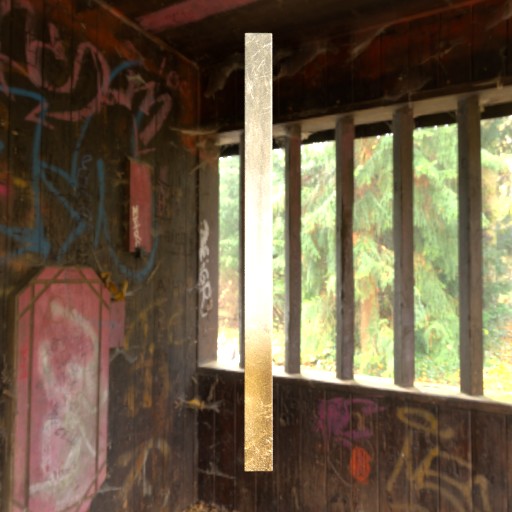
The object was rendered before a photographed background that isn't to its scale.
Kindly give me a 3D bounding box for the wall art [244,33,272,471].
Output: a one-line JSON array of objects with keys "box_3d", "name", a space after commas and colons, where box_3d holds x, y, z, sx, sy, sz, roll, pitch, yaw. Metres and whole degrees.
[{"box_3d": [0.000, 0.000, 0.921, 0.038, 0.610, 0.610, 0, -2, -1], "name": "wall art"}]
